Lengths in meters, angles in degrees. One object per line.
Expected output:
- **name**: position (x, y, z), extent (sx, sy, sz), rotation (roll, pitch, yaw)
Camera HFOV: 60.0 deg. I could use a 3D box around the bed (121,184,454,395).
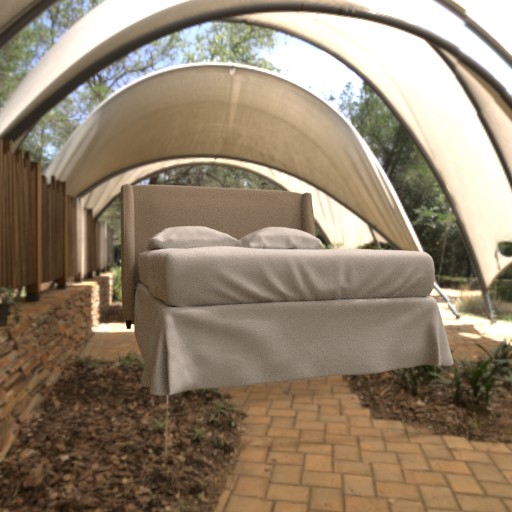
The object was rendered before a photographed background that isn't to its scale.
- **bed**: position (0.000, 0.000, 3.398), extent (1.925, 1.332, 2.276), rotation (0, 1, -19)
